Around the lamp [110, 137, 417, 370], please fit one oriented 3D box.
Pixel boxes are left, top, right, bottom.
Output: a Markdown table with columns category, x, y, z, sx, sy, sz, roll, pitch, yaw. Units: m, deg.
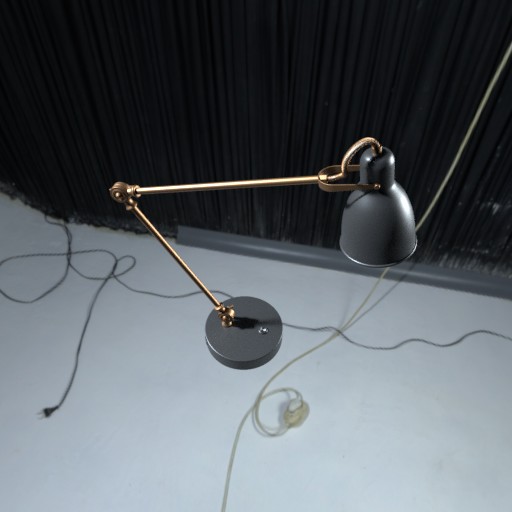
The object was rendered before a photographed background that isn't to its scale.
| category | x | y | z | sx | sy | sz | roll | pitch | yaw |
| --- | --- | --- | --- | --- | --- | --- | --- | --- | --- |
| lamp | 0.000 | 0.000 | 0.870 | 0.561 | 0.587 | 0.187 | 10 | 47 | 9 |
